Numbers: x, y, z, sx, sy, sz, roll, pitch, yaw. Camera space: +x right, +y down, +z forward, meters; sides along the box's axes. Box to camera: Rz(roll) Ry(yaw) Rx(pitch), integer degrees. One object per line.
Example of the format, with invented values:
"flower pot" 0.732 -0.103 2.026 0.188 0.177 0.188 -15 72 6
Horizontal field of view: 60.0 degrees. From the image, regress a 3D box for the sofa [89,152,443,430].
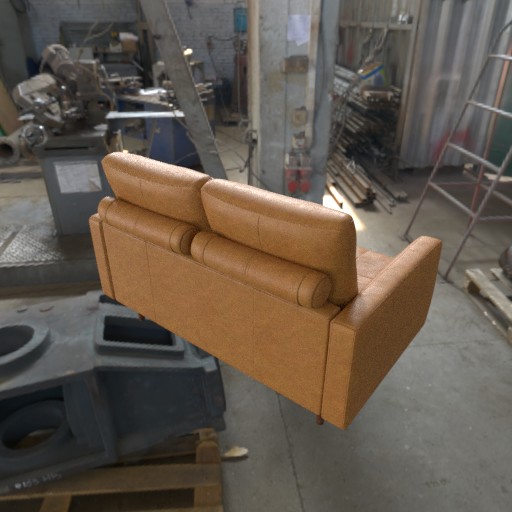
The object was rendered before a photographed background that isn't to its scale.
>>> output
"sofa" 0.000 0.000 2.045 1.430 0.898 0.868 21 35 33
